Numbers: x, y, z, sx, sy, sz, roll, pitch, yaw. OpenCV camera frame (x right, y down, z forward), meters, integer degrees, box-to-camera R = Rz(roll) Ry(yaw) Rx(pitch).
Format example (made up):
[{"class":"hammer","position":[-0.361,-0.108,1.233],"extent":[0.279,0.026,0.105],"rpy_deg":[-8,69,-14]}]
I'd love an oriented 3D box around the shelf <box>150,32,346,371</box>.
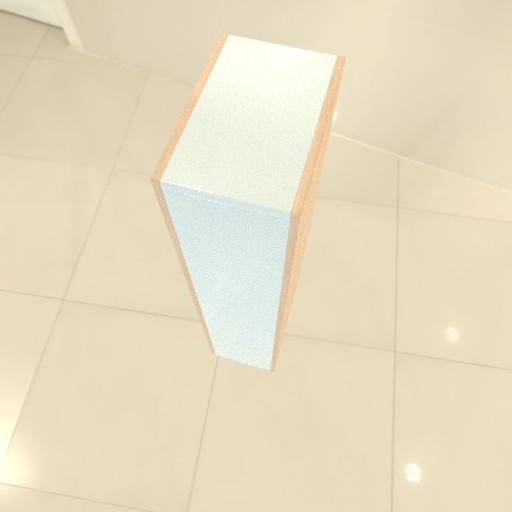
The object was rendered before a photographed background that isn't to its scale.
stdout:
[{"class":"shelf","position":[0.000,0.000,1.005],"extent":[0.197,0.882,0.290],"rpy_deg":[14,64,7]}]
